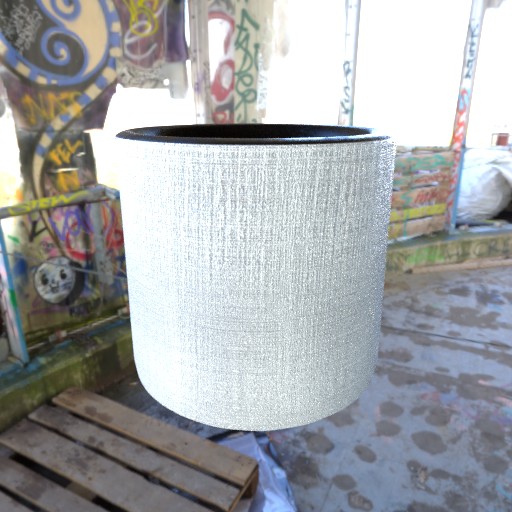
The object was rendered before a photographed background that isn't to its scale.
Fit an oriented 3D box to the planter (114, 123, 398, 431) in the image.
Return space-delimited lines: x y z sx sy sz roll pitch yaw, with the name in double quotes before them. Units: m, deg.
"planter" 0.000 0.000 0.282 0.160 0.156 0.160 0 19 0
